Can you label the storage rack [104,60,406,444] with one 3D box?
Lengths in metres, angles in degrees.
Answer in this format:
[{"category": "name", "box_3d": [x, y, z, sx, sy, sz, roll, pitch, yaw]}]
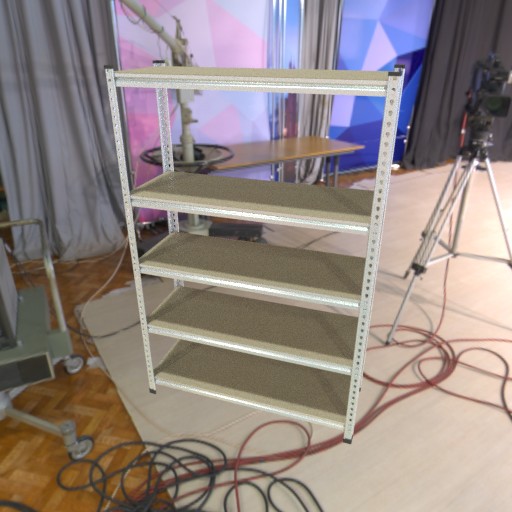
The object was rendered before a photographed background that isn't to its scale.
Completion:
[{"category": "storage rack", "box_3d": [0.000, 0.000, 2.307, 1.219, 1.829, 0.457, 8, 28, 16]}]
